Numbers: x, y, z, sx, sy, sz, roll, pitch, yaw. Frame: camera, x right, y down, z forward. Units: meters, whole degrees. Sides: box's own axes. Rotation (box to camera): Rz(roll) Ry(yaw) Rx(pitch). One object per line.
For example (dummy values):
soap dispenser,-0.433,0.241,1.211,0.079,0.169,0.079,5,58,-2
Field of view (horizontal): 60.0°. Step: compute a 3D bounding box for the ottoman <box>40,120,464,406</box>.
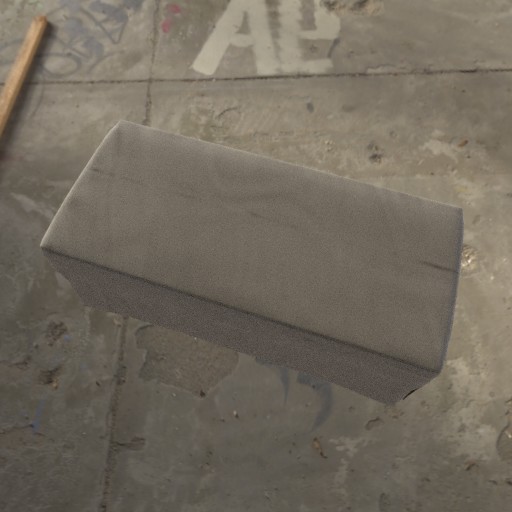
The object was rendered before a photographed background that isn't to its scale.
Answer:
ottoman,0.000,0.000,1.693,1.388,0.457,0.665,16,64,8
